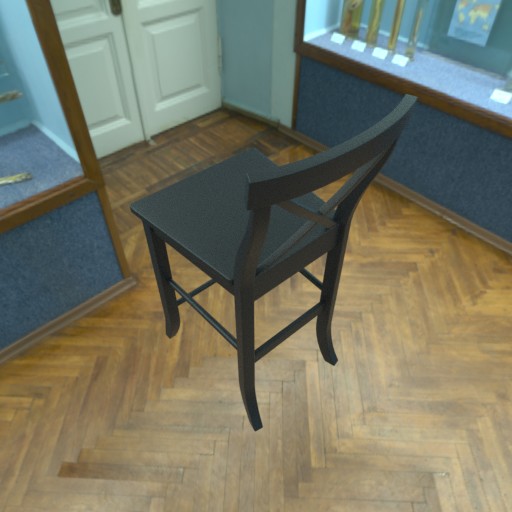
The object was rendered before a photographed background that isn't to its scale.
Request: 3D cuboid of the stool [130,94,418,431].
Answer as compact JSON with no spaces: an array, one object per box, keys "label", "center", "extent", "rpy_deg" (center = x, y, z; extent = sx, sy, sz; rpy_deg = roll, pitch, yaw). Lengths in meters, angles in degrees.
[{"label":"stool","center":[0.000,0.000,1.267],"extent":[0.452,0.989,0.559],"rpy_deg":[-32,53,-27]}]
